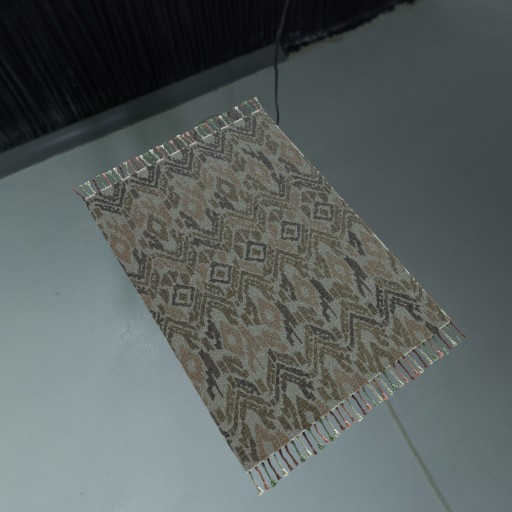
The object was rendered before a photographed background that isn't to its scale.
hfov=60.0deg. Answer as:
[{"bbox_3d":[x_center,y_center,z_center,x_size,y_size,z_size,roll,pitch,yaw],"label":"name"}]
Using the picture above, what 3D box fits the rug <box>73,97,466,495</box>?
[{"bbox_3d":[0.000,0.000,2.273,1.219,0.008,1.829,-31,68,-14],"label":"rug"}]
